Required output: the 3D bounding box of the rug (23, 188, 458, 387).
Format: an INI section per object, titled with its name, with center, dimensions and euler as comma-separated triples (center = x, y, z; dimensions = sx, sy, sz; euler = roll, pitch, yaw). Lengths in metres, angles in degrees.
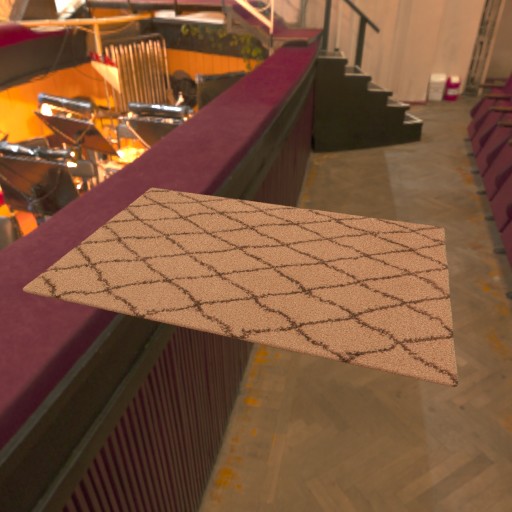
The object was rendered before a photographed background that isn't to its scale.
[rug]
center = 0.000, 0.000, 3.342
dimensions = 2.743, 0.030, 1.778
euler = 10, 33, 15
